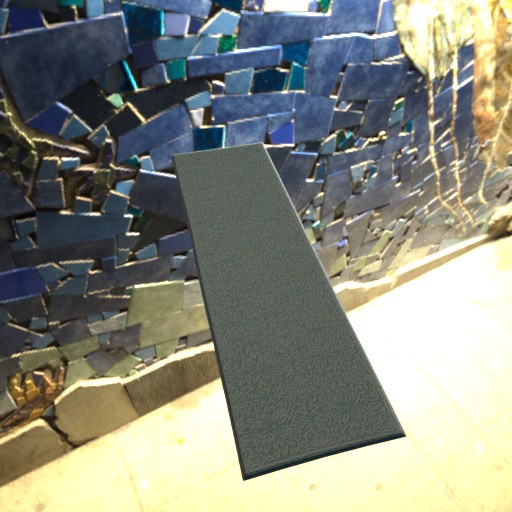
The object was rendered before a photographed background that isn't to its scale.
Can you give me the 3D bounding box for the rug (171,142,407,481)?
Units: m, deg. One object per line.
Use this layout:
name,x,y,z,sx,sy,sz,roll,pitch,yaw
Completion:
rug,0.000,0.000,2.419,0.662,0.011,2.196,-10,47,-10
